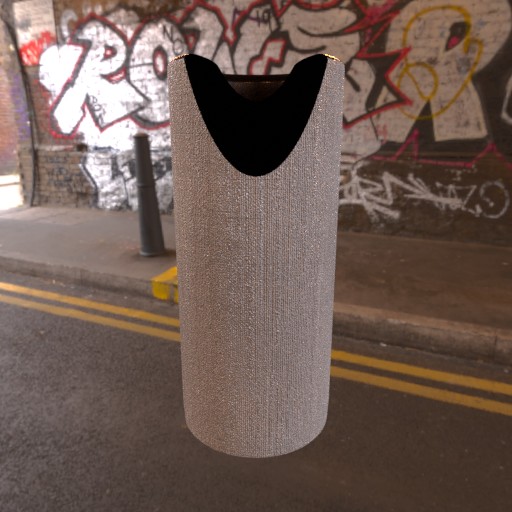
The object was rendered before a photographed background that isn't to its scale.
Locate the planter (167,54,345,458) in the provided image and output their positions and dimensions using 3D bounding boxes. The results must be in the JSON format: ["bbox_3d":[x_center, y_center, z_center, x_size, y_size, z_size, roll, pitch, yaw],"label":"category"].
[{"bbox_3d":[0.000,0.000,0.128,0.045,0.103,0.045,-8,17,-26],"label":"planter"}]
